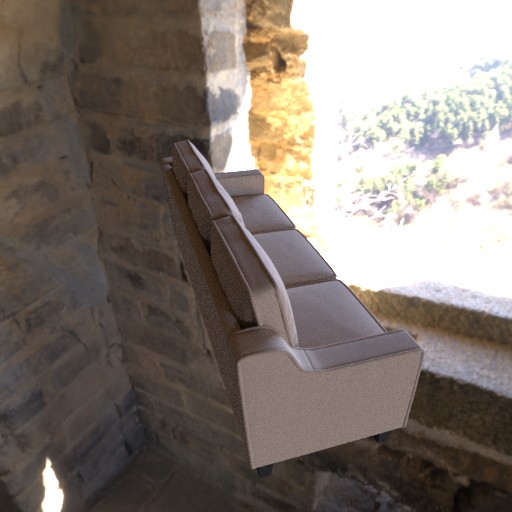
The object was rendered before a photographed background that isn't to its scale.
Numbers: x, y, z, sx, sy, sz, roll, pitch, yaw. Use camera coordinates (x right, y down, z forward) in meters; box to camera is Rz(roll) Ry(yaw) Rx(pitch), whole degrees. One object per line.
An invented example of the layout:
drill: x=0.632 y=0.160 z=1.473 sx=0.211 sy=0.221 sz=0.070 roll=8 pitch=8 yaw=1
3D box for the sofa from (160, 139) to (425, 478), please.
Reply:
sofa: x=0.000 y=0.000 z=2.543 sx=0.791 sy=0.902 sz=2.131 roll=-9 pitch=32 yaw=-15
